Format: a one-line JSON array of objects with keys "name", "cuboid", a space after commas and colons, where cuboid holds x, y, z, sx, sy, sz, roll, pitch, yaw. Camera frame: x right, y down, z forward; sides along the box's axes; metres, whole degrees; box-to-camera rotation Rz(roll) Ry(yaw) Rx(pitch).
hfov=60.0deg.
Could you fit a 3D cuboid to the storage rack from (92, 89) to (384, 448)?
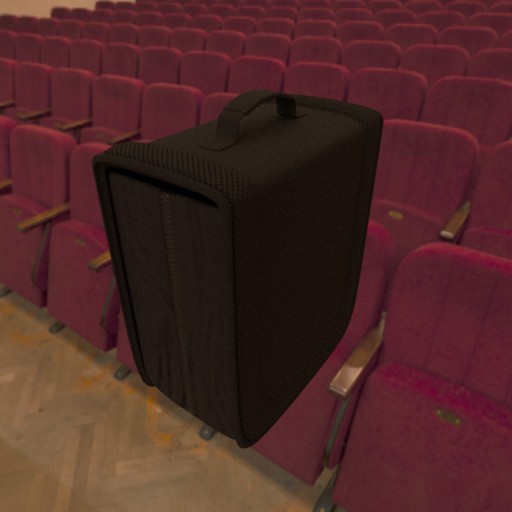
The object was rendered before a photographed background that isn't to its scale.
[{"name": "storage rack", "cuboid": [0.000, 0.000, 0.546, 0.168, 0.387, 0.297, 21, 38, 30]}]
